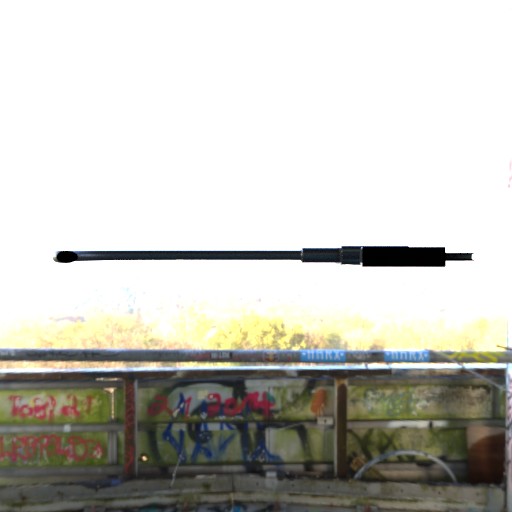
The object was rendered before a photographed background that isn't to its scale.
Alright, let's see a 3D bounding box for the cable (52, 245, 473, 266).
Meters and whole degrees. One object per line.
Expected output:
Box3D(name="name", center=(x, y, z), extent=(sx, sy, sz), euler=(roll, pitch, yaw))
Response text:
Box3D(name="cable", center=(0.000, 0.000, 0.112), extent=(0.098, 0.006, 0.040), euler=(0, 1, -1))
